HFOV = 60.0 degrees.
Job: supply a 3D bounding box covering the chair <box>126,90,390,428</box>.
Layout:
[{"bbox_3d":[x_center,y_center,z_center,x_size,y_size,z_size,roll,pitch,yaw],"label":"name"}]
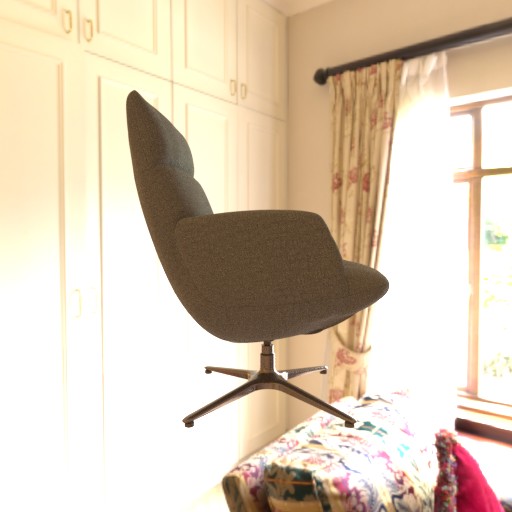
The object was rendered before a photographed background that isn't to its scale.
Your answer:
[{"bbox_3d":[0.000,0.000,1.550,0.831,0.984,0.702,0,2,0],"label":"chair"}]
